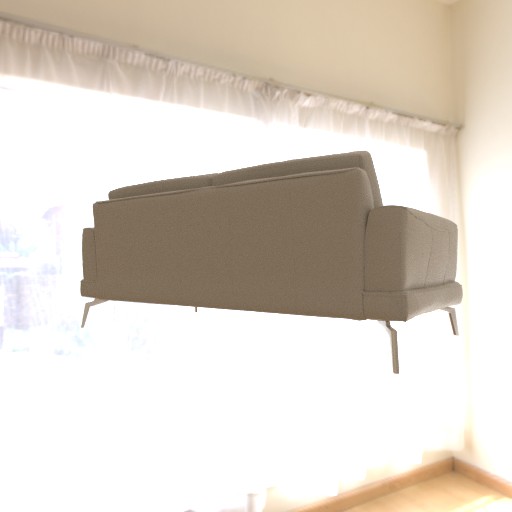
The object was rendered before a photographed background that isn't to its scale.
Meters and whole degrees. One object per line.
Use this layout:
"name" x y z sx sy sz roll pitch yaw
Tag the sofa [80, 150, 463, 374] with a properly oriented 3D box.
"sofa" 0.000 0.000 2.730 2.177 0.930 1.121 -1 -1 35
